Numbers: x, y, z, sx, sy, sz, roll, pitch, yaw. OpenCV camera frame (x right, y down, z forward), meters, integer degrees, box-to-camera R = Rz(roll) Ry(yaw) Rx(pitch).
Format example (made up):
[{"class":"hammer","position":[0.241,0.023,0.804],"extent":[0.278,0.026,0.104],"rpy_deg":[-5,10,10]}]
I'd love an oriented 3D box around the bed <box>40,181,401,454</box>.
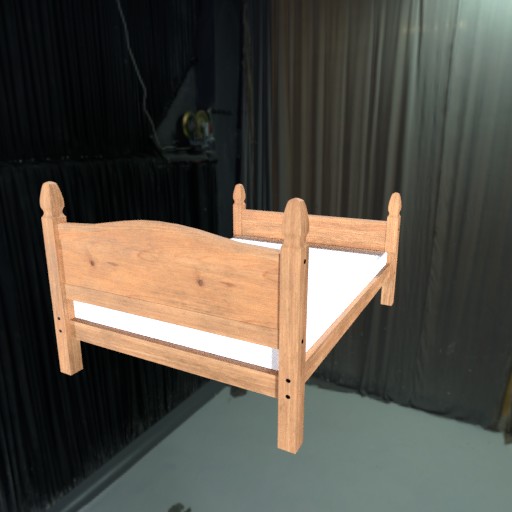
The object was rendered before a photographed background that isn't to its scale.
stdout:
[{"class":"bed","position":[0.000,0.000,2.991],"extent":[1.490,1.100,2.069],"rpy_deg":[8,17,27]}]
